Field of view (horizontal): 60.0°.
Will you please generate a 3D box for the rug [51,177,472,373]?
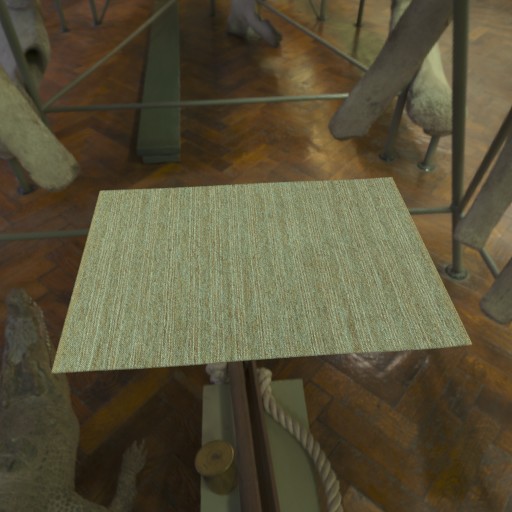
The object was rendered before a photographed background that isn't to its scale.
[{"bbox_3d":[0.000,0.000,2.334,1.824,0.010,1.240,-3,46,-3],"label":"rug"}]
